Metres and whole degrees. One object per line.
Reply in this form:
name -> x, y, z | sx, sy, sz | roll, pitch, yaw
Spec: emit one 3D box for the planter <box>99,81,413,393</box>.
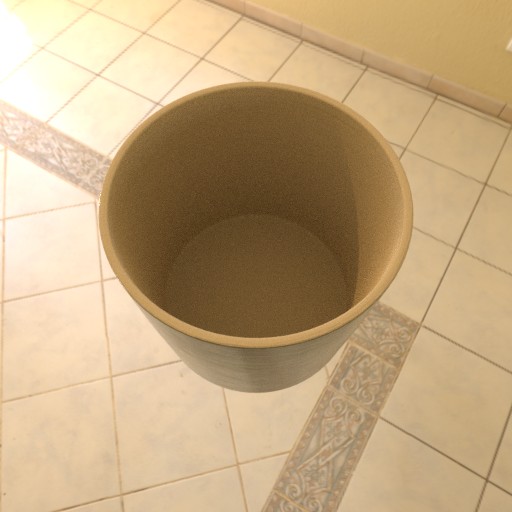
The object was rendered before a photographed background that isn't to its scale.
planter -> 0.000, 0.000, 0.405 | 0.221, 0.201, 0.221 | 0, 64, 0
